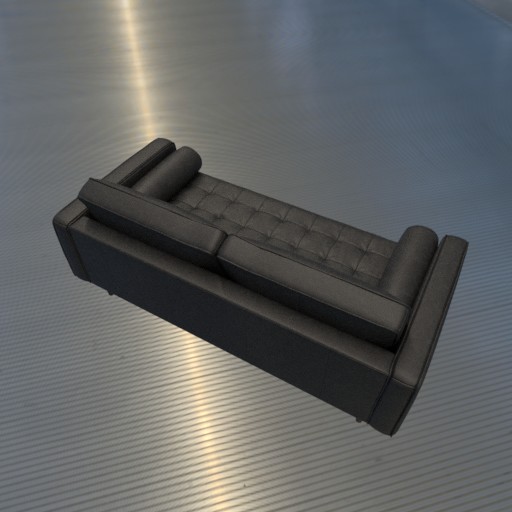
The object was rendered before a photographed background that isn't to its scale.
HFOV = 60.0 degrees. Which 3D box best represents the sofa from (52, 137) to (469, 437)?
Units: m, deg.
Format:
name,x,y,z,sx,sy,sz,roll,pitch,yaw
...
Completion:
name,x,y,z,sx,sy,sz,roll,pitch,yaw
sofa,0.000,0.000,2.293,1.879,0.770,0.921,22,51,20
